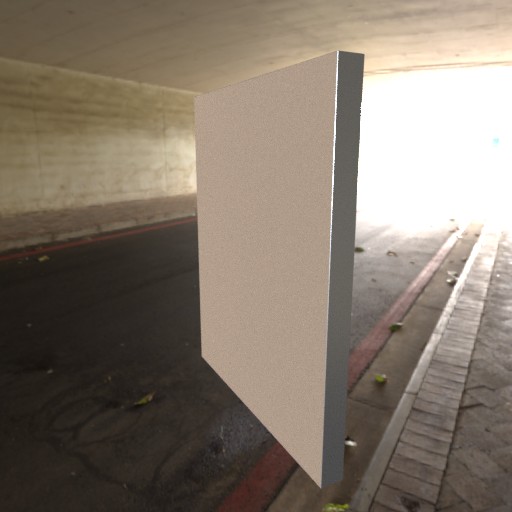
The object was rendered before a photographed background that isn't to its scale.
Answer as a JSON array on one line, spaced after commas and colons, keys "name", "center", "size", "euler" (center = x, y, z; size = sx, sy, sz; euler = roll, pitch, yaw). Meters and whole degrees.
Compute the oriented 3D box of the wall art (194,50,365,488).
[{"name": "wall art", "center": [0.000, 0.000, 0.741], "size": [0.038, 0.549, 0.452], "euler": [-7, 15, -27]}]
